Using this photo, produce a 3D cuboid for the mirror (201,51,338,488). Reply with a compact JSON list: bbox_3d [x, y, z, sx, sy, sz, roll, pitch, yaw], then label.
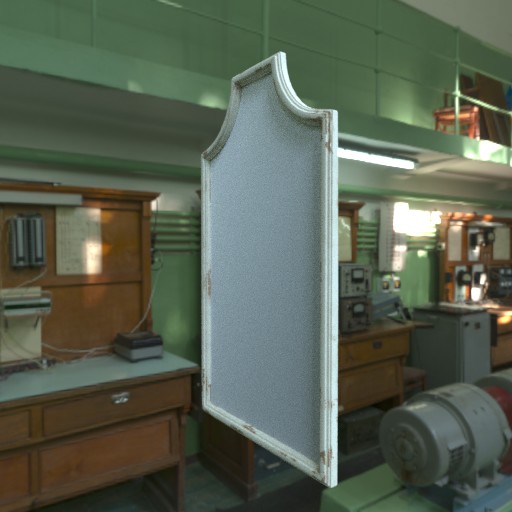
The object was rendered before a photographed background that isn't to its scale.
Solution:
[{"bbox_3d":[0.000,0.000,0.844,0.022,0.717,0.403,-1,2,-36],"label":"mirror"}]
